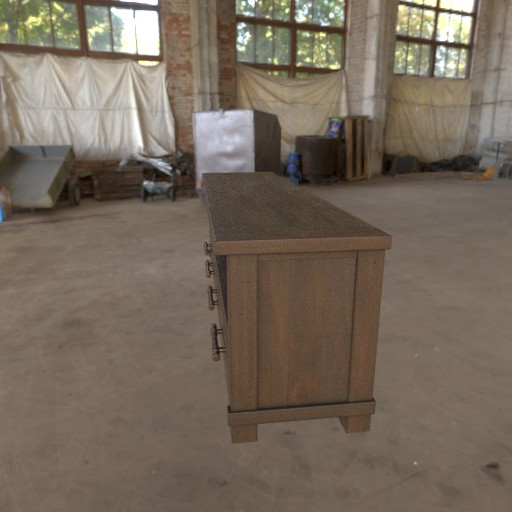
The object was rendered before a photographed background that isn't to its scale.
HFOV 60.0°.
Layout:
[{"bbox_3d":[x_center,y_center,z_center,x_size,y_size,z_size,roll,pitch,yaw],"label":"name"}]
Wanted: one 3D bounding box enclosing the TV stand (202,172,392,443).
[{"bbox_3d":[0.000,0.000,2.088,0.471,0.615,1.866,-2,16,-7],"label":"TV stand"}]
